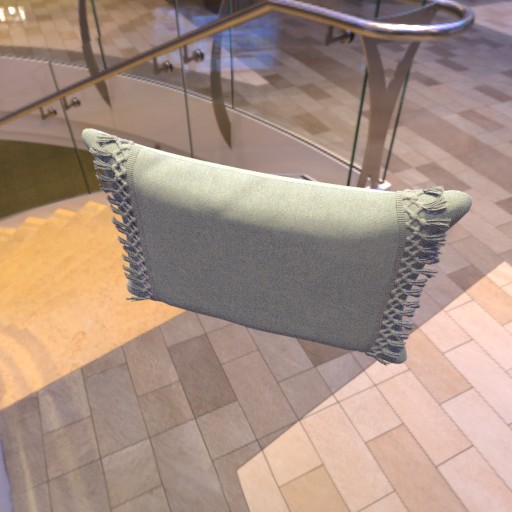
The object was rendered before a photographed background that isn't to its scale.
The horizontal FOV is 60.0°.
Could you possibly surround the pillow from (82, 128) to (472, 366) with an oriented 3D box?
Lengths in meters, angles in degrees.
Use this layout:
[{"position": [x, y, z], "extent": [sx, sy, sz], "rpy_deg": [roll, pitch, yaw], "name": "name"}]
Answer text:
[{"position": [0.000, 0.000, 0.603], "extent": [0.466, 0.305, 0.084], "rpy_deg": [13, 44, 14], "name": "pillow"}]
